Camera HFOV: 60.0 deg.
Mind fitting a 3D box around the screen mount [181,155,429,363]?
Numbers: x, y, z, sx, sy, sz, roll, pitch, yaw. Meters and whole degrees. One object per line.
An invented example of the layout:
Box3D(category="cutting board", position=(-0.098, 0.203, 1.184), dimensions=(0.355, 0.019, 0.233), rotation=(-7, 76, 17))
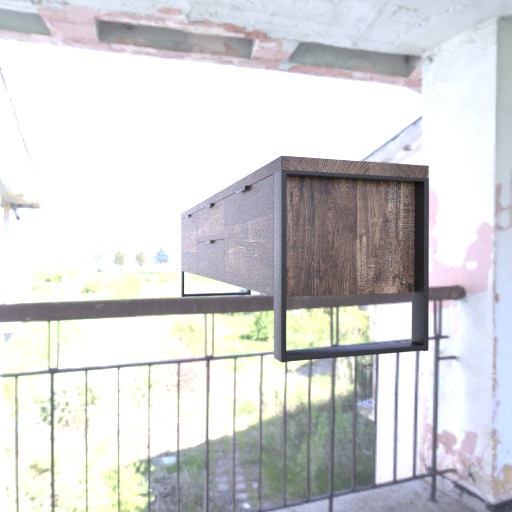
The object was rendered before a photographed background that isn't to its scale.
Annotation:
Box3D(category="screen mount", position=(0.000, 0.000, 1.743), dimensions=(0.395, 0.450, 1.524), rotation=(0, 1, -18))
